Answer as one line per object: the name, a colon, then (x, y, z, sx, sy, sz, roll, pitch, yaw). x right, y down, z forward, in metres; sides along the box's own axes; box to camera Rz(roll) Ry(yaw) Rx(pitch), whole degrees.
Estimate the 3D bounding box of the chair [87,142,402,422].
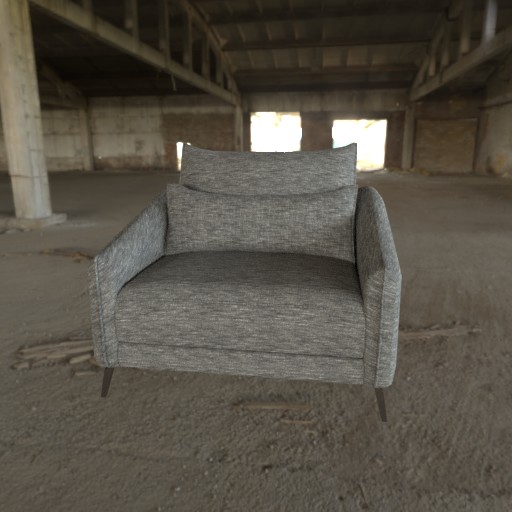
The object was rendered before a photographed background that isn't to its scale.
chair: (0.000, 0.000, 1.673, 1.004, 0.842, 0.805, 2, 14, 8)
